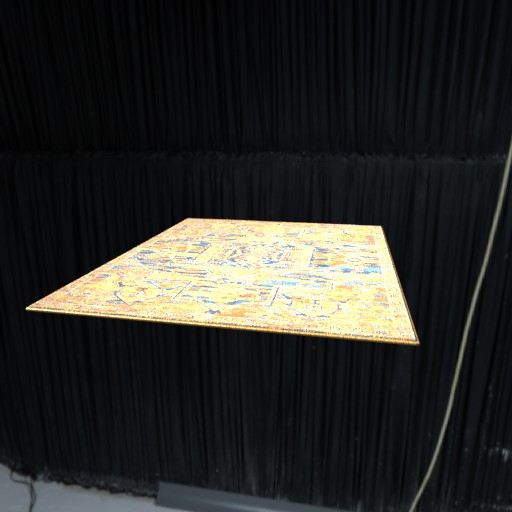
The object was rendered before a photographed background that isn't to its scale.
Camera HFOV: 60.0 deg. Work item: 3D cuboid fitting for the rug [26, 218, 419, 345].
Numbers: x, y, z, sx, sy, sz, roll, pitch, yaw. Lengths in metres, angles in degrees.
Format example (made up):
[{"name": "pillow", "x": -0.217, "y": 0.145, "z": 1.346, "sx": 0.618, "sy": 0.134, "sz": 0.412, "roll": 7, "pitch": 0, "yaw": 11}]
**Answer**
[{"name": "rug", "x": 0.000, "y": 0.000, "z": 4.069, "sx": 2.435, "sy": 0.031, "sz": 3.040, "roll": 3, "pitch": 16, "yaw": 11}]
